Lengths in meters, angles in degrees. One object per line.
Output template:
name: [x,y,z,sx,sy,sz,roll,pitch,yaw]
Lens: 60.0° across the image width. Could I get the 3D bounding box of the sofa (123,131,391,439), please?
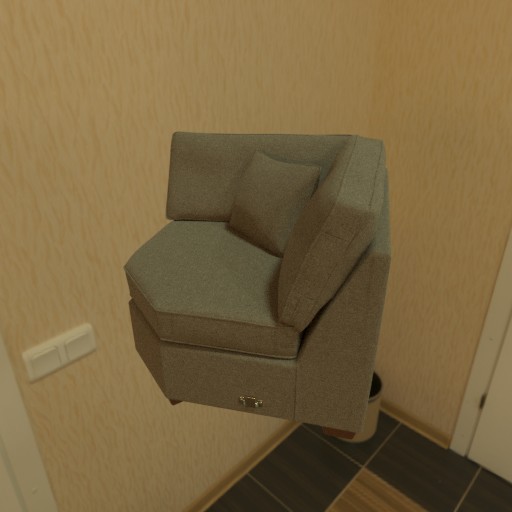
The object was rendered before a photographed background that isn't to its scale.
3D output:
sofa: [0.000,0.000,1.930,1.050,0.951,1.042,7,28,13]
